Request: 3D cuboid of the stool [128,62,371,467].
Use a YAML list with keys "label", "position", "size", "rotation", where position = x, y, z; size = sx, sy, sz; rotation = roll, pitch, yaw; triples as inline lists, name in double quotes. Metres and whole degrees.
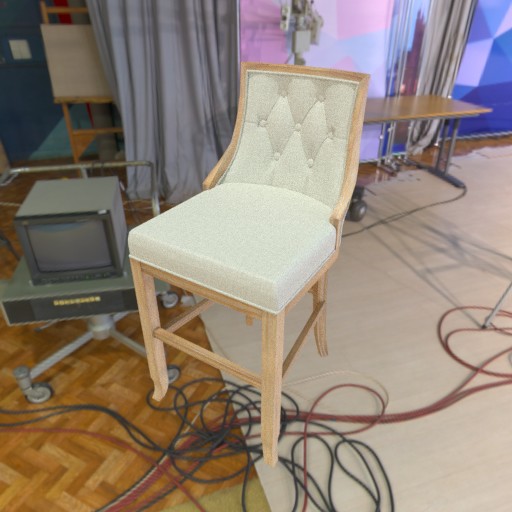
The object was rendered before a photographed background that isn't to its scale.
- label: "stool"
  position: [0.000, 0.000, 1.474]
  size: [0.524, 1.101, 0.626]
  rotation: [18, 36, 27]
